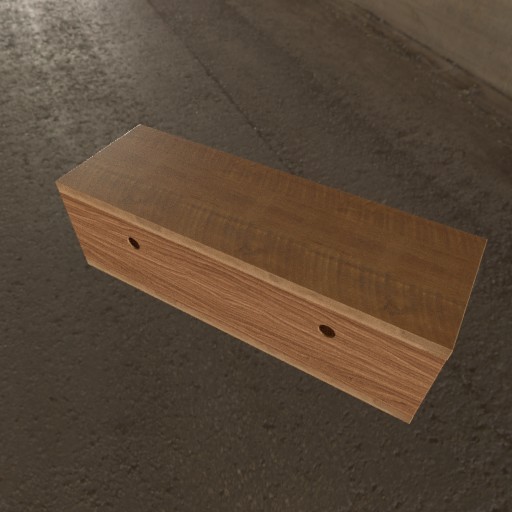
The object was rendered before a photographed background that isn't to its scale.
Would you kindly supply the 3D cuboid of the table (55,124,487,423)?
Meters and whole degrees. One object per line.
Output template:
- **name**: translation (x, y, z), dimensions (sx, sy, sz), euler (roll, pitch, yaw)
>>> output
- **table**: translation (0.000, 0.000, 1.769), dimensions (1.499, 0.491, 0.499), euler (23, 50, 20)
